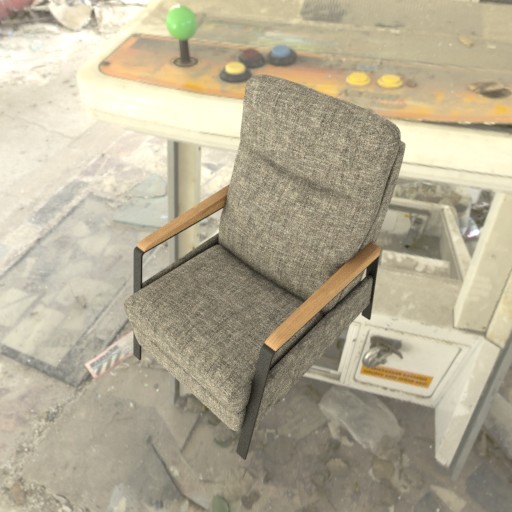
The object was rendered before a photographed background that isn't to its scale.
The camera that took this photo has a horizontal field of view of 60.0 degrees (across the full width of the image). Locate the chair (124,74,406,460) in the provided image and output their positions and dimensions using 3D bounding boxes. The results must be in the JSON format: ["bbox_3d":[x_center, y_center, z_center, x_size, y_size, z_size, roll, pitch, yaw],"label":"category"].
[{"bbox_3d":[0.000,0.000,1.651,0.671,1.042,0.868,33,54,28],"label":"chair"}]
